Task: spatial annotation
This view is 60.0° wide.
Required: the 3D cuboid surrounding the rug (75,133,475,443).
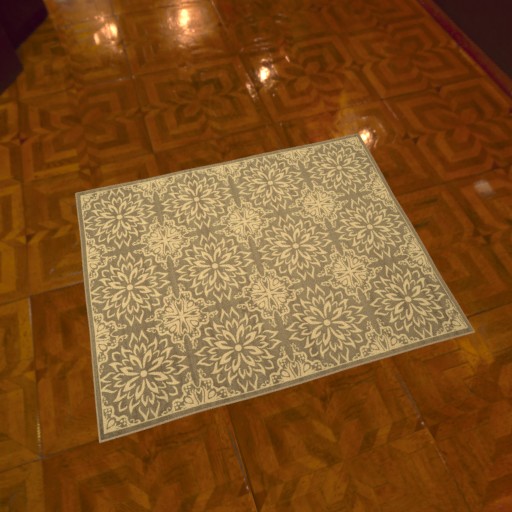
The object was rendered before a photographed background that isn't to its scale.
[{"bbox_3d":[0.000,0.000,3.935,2.980,0.012,2.363,-14,59,-8],"label":"rug"}]
